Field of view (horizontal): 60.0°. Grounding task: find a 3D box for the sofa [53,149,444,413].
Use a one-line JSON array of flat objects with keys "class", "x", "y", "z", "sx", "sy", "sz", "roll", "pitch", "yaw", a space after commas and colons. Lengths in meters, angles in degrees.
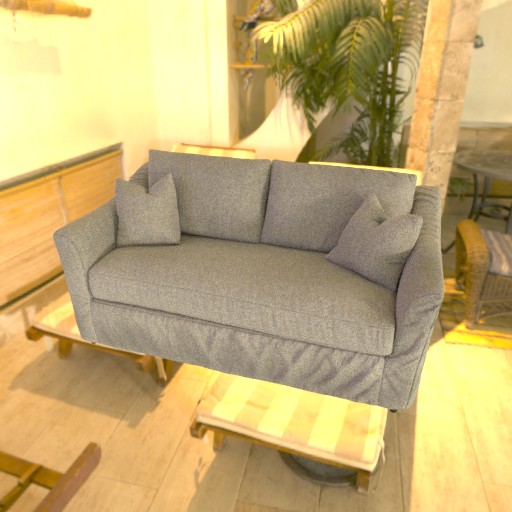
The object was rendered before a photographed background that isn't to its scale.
[{"class": "sofa", "x": 0.000, "y": 0.000, "z": 2.637, "sx": 2.010, "sy": 1.018, "sz": 1.072, "roll": 8, "pitch": 27, "yaw": 16}]
